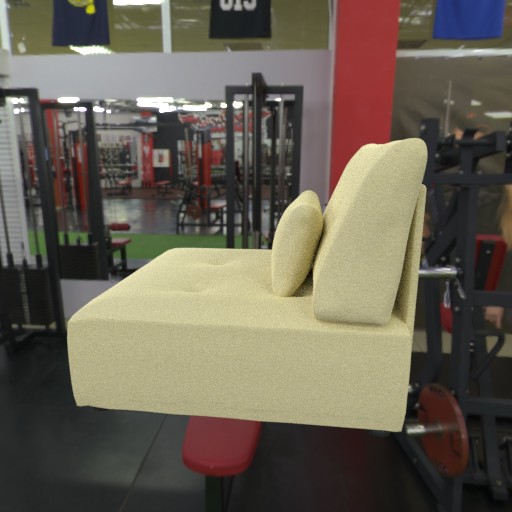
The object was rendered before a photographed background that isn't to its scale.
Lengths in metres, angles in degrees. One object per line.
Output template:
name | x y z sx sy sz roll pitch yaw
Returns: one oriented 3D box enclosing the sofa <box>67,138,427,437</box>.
sofa | 0.000 0.000 1.646 1.000 0.820 0.930 2 13 8
